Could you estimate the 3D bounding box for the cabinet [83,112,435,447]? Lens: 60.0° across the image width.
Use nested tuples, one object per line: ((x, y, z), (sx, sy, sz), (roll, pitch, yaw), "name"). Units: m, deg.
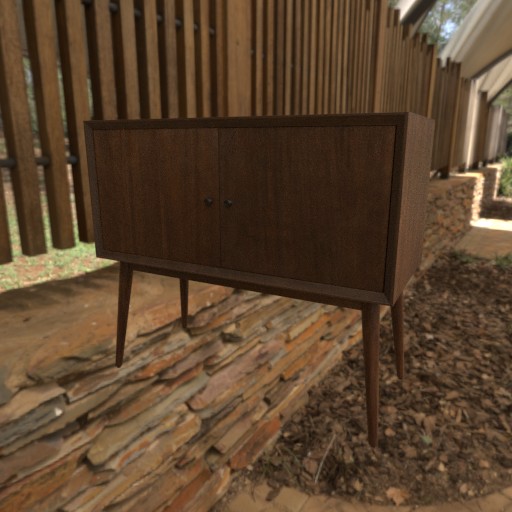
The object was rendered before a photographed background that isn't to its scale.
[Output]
((0.000, 0.000, 1.117), (0.743, 0.654, 0.354), (8, 17, 27), "cabinet")
